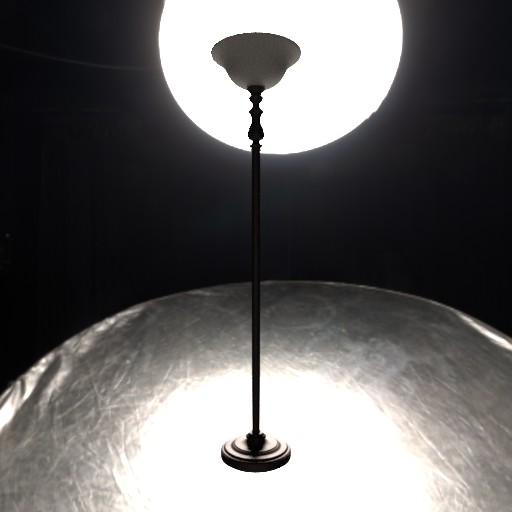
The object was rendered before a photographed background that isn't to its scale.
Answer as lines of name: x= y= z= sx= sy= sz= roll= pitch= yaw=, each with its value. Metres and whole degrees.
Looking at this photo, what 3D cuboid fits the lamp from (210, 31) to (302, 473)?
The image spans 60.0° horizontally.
lamp: x=0.000 y=0.000 z=1.974 sx=0.405 sy=1.797 sz=0.405 roll=0 pitch=0 yaw=2
